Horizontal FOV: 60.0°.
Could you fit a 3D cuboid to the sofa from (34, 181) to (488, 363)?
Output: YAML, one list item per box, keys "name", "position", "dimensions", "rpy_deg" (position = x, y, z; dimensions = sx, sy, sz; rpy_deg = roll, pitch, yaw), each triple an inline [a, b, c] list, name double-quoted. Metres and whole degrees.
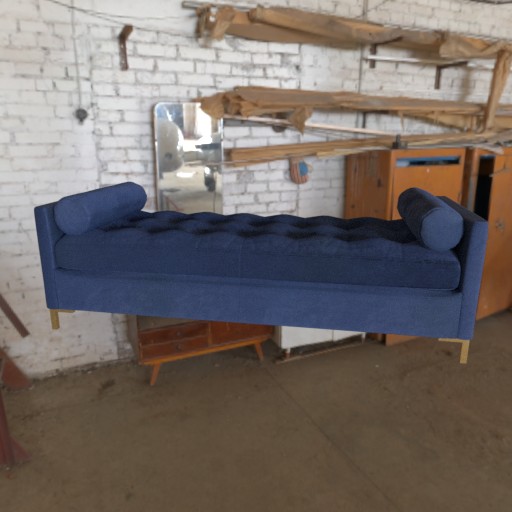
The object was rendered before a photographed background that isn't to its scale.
- name: "sofa"
  position: [0.000, 0.000, 2.423]
  dimensions: [2.102, 0.705, 0.796]
  rpy_deg: [3, 16, 10]
